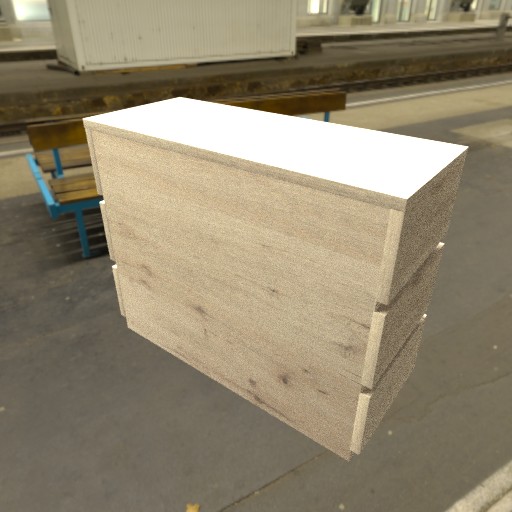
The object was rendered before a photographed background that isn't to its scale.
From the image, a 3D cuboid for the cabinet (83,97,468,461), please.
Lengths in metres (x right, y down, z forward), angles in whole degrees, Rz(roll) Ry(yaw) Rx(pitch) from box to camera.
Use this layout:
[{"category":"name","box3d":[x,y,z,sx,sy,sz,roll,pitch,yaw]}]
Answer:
[{"category":"cabinet","box3d":[0.000,0.000,1.463,1.040,0.820,0.420,21,37,31]}]
